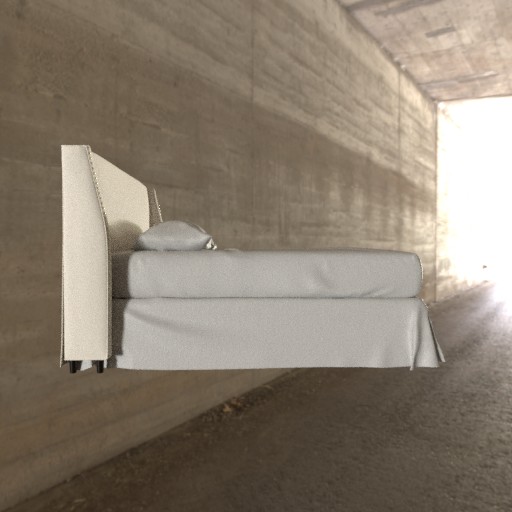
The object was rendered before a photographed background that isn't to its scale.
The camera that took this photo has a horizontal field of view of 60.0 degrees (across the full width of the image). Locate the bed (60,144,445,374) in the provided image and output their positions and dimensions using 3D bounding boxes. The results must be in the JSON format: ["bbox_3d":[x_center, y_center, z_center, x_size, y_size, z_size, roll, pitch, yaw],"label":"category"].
[{"bbox_3d":[0.000,0.000,3.478,2.276,1.332,1.925,0,1,-1],"label":"bed"}]
